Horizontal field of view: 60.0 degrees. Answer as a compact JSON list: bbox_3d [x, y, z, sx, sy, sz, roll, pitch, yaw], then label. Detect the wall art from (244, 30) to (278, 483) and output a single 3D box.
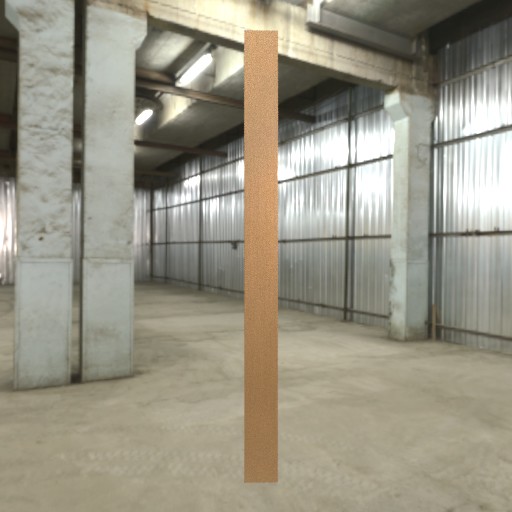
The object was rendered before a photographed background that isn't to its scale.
[{"bbox_3d":[0.000,0.000,0.757,0.038,0.511,0.513,0,0,-1],"label":"wall art"}]
